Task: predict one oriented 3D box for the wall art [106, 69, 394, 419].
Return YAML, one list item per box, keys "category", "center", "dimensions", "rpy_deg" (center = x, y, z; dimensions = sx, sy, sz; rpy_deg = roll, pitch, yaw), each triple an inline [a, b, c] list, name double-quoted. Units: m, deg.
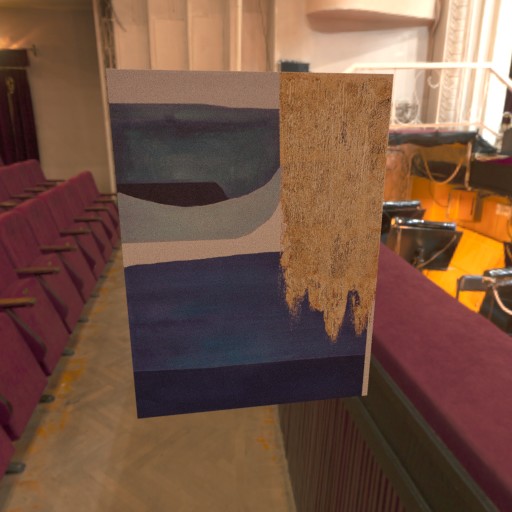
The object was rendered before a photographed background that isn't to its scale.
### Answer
- category: "wall art"
  center: [0.000, 0.000, 0.797]
  dimensions: [0.458, 0.613, 0.026]
  rpy_deg: [-3, 17, -9]
